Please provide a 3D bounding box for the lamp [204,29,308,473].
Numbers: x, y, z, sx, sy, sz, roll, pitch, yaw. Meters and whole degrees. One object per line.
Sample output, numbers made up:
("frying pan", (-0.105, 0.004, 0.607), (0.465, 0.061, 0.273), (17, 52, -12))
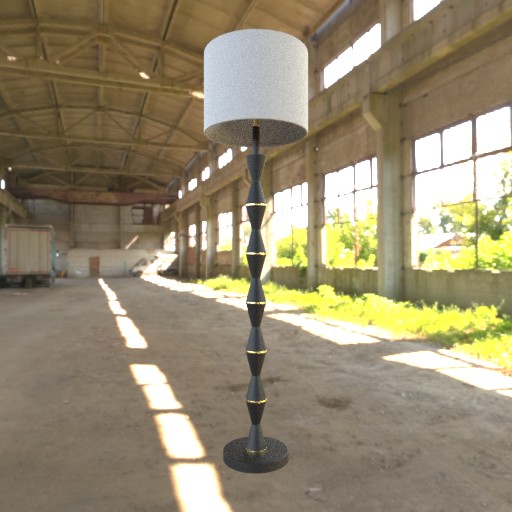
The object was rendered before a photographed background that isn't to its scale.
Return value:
("lamp", (0.000, 0.000, 1.630), (0.381, 1.480, 0.381), (0, 0, 36))
